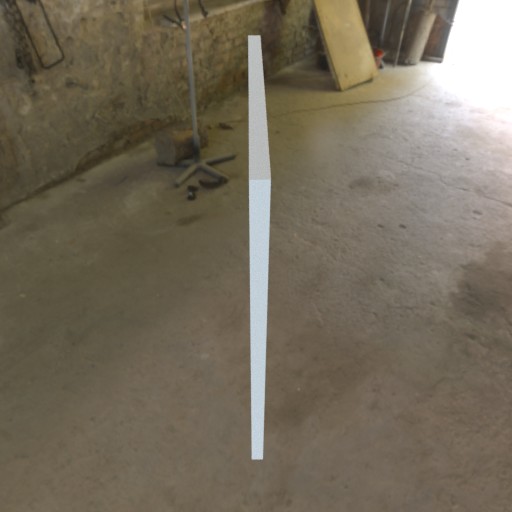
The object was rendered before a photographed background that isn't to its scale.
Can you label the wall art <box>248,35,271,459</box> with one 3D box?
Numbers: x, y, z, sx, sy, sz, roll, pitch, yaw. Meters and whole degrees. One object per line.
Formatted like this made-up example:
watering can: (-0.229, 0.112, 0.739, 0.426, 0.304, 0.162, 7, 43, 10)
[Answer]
wall art: (0.000, 0.000, 1.374, 0.039, 1.050, 0.795, -1, 42, -1)
